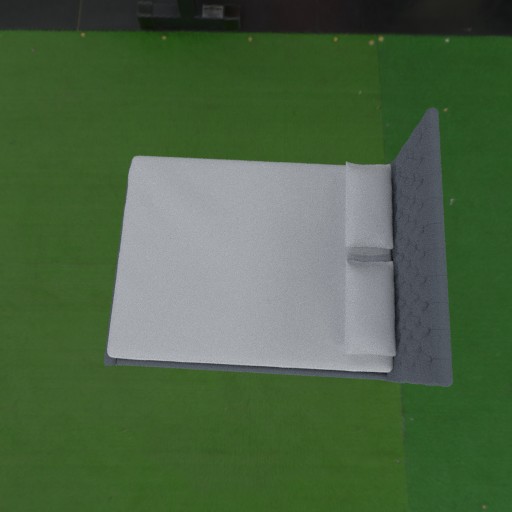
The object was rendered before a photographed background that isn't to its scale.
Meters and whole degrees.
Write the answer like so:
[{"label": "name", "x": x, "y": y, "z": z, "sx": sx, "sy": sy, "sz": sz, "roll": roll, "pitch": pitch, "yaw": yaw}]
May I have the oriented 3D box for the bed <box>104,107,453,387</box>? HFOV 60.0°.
[{"label": "bed", "x": 0.000, "y": 0.000, "z": 3.263, "sx": 2.231, "sy": 1.427, "sz": 1.698, "roll": 3, "pitch": 76, "yaw": 1}]
